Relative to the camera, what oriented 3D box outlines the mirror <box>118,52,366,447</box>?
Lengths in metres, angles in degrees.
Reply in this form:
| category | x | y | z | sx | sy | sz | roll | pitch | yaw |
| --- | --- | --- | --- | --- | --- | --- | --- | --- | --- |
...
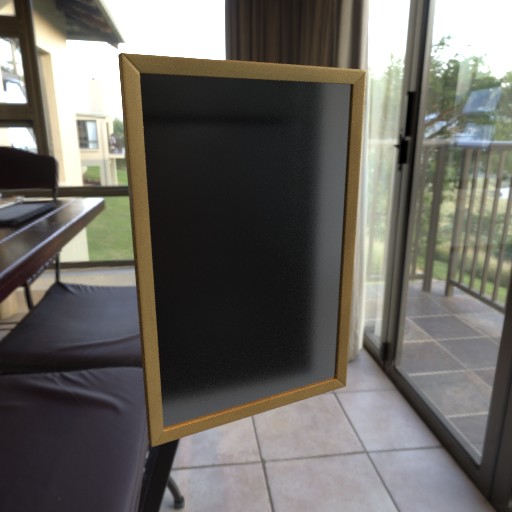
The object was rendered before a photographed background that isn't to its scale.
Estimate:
| category | x | y | z | sx | sy | sz | roll | pitch | yaw |
| --- | --- | --- | --- | --- | --- | --- | --- | --- | --- |
| mirror | 0.000 | 0.000 | 1.138 | 0.609 | 0.915 | 0.040 | -8 | 18 | -26 |
